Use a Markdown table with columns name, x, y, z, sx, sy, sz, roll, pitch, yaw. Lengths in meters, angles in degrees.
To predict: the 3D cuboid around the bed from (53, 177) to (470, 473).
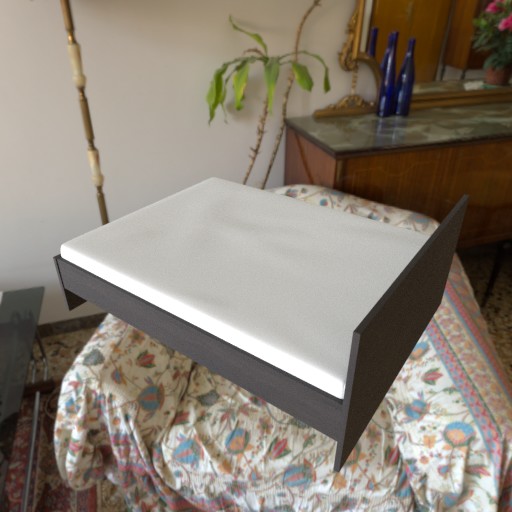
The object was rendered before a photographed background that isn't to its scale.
| name | x | y | z | sx | sy | sz | roll | pitch | yaw |
| --- | --- | --- | --- | --- | --- | --- | --- | --- | --- |
| bed | 0.000 | 0.000 | 2.882 | 2.073 | 0.823 | 1.585 | 20 | 36 | 30 |
